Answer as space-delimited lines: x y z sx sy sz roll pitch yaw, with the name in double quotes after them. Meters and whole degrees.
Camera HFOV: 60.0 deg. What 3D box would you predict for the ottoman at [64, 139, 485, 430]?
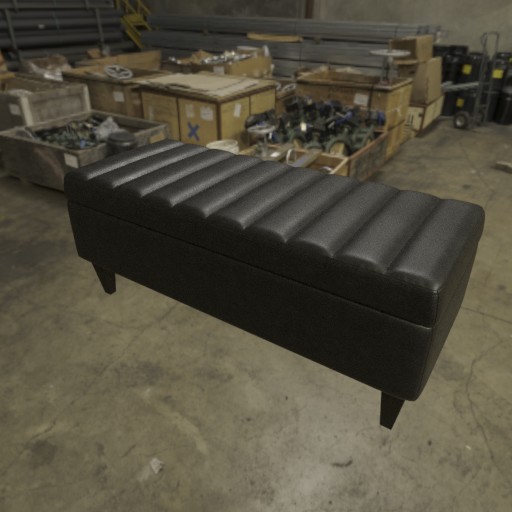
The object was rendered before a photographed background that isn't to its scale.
0.000 0.000 1.362 1.151 0.469 0.482 19 35 29 "ottoman"
